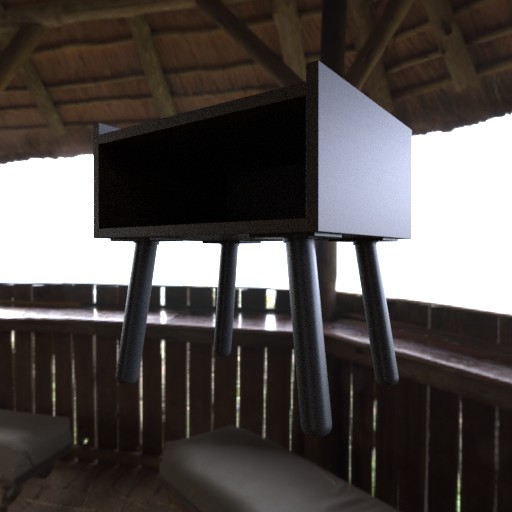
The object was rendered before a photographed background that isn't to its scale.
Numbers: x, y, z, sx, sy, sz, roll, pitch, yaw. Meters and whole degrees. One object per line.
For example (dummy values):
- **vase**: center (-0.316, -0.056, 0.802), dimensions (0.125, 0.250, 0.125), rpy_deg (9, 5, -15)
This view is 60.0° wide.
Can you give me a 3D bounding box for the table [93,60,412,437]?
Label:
- **table**: center (0.000, 0.000, 0.810), dimensions (0.450, 0.470, 0.370), rpy_deg (0, 1, 36)
